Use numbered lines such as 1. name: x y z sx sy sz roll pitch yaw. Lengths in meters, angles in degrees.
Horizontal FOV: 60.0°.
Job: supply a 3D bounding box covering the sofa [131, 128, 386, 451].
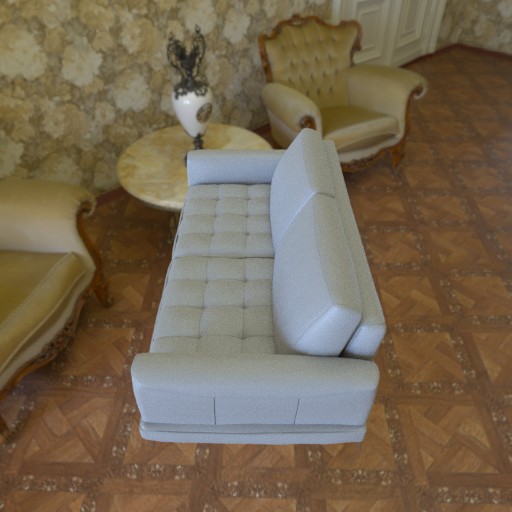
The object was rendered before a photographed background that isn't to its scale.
1. sofa: 0.000 0.000 2.743 1.121 0.930 2.177 0 40 0
